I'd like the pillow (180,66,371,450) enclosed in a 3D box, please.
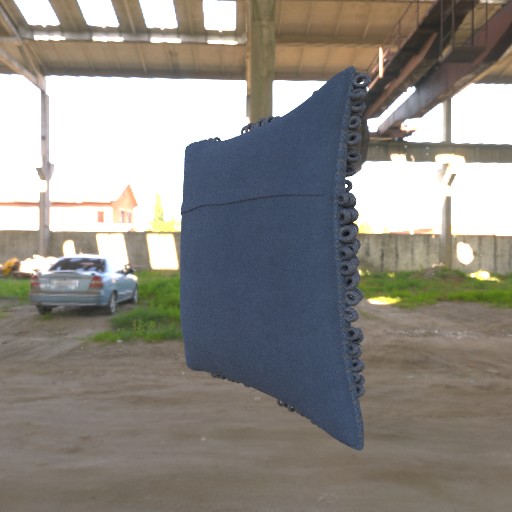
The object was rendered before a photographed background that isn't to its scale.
[{"bbox_3d":[0.000,0.000,0.725,0.172,0.466,0.469,0,0,-35],"label":"pillow"}]
